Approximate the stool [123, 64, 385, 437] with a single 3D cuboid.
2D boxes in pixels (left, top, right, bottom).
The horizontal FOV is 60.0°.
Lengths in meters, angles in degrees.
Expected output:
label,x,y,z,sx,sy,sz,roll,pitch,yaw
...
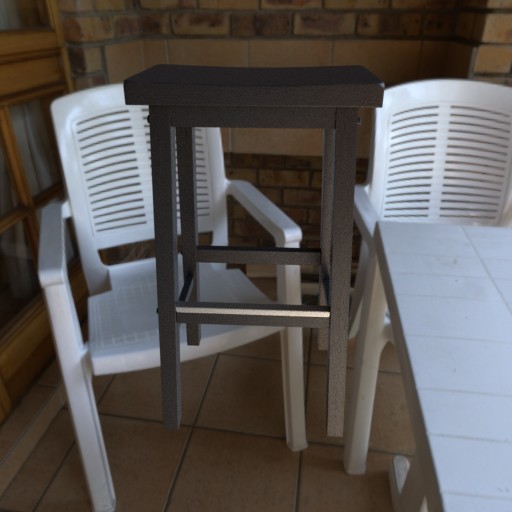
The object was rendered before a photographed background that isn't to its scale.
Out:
label,x,y,z,sx,sy,sz,roll,pitch,yaw
stool,0.000,0.000,0.960,0.406,0.742,0.322,2,29,3
